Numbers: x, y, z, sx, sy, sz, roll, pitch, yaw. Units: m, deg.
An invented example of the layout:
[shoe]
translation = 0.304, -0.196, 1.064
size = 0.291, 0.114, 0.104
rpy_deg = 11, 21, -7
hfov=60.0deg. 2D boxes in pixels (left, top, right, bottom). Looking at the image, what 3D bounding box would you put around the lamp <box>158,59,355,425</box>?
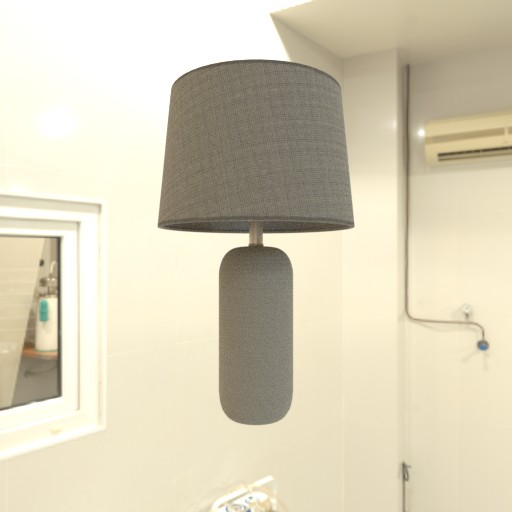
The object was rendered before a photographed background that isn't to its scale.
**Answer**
[lamp]
translation = 0.000, 0.000, 0.844
size = 0.367, 0.609, 0.367
rpy_deg = 0, 0, 0
